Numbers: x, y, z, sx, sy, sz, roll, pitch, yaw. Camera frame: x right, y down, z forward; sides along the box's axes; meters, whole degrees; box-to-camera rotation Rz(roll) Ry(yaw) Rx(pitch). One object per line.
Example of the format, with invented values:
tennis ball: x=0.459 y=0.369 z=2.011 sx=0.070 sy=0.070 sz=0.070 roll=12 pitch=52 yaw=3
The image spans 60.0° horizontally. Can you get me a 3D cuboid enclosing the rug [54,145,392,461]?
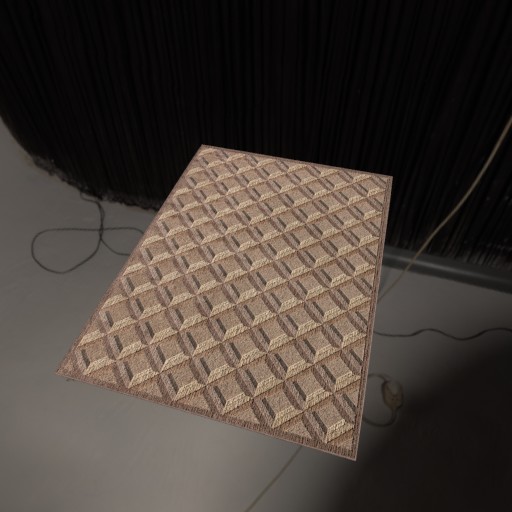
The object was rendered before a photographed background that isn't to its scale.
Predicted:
rug: x=0.000 y=0.000 z=4.340 sx=2.382 sy=0.018 sz=3.294 roll=12 pitch=49 yaw=11
